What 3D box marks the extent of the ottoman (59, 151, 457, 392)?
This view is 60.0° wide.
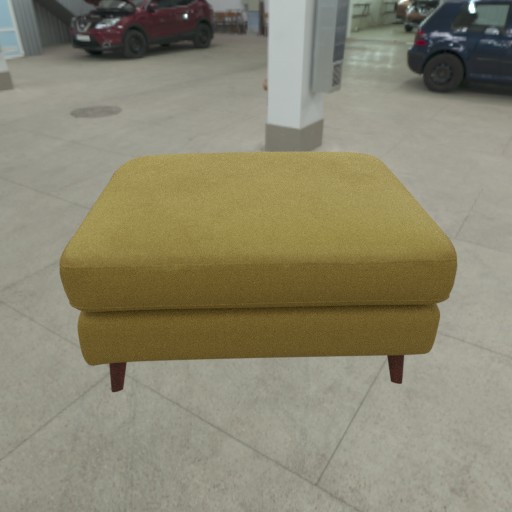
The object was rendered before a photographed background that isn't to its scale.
[{"bbox_3d":[0.000,0.000,1.177,0.811,0.449,0.608,-1,31,-2],"label":"ottoman"}]
